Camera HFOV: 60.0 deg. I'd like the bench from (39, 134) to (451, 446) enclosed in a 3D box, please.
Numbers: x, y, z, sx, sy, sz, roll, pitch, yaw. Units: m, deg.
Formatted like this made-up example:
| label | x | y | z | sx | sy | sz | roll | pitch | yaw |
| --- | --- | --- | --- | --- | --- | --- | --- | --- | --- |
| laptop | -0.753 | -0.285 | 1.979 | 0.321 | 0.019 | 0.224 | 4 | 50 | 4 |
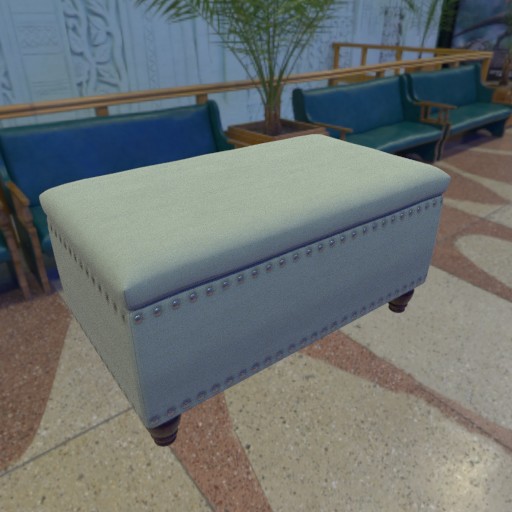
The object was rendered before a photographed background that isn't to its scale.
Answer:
| label | x | y | z | sx | sy | sz | roll | pitch | yaw |
| --- | --- | --- | --- | --- | --- | --- | --- | --- | --- |
| bench | 0.000 | 0.000 | 1.171 | 0.887 | 0.449 | 0.500 | -20 | 35 | -32 |
